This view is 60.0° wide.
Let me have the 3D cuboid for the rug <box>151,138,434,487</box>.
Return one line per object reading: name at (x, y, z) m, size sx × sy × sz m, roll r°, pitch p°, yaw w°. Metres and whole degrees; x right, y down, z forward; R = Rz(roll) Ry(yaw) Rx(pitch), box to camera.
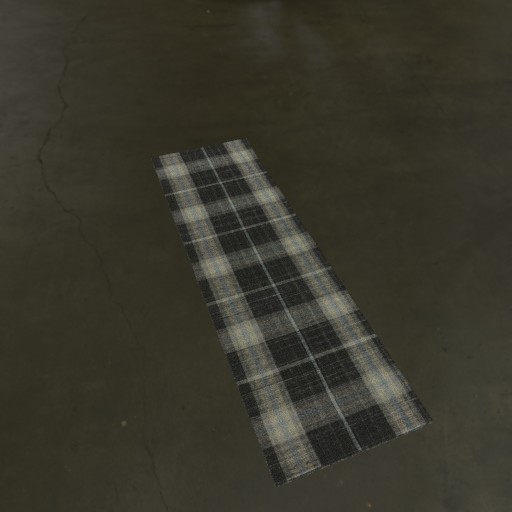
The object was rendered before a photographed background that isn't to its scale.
rug at (0.000, 0.000, 2.641) m, size 0.760 × 0.012 × 2.434 m, roll -16°, pitch 49°, yaw -14°
